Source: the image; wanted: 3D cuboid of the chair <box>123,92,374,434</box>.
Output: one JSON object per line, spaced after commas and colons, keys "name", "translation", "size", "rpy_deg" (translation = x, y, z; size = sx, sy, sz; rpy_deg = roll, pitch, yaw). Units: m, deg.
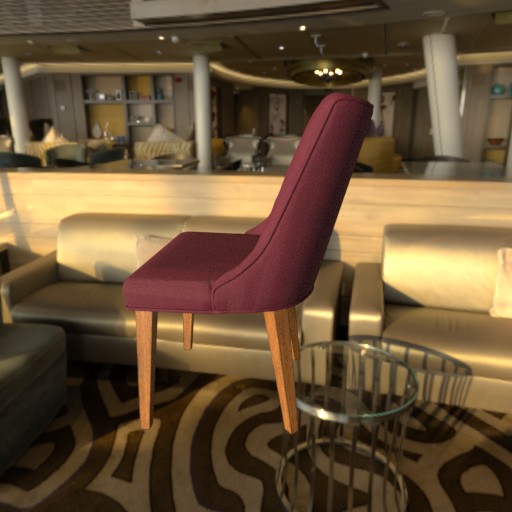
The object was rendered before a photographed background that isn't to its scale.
{"name": "chair", "translation": [0.000, 0.000, 1.361], "size": [0.638, 0.916, 0.548], "rpy_deg": [2, 16, 6]}
